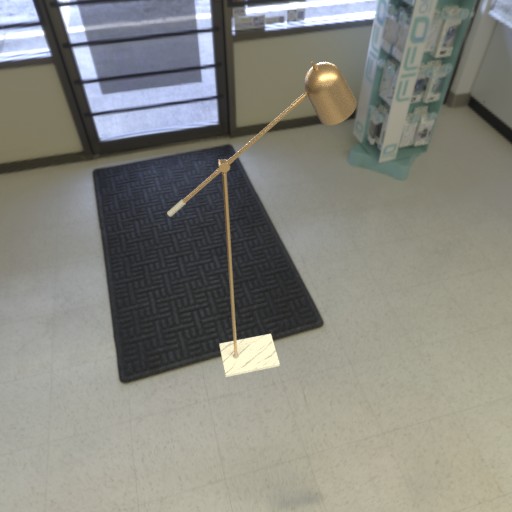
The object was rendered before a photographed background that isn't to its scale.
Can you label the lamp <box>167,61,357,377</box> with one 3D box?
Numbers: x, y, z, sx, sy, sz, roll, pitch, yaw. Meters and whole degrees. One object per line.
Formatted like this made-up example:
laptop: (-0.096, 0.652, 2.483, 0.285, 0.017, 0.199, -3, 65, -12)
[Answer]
lamp: (0.000, 0.000, 1.858, 0.653, 1.594, 0.194, -9, 48, -9)
